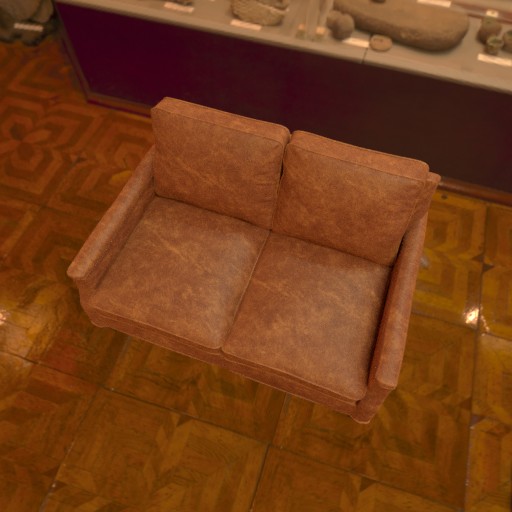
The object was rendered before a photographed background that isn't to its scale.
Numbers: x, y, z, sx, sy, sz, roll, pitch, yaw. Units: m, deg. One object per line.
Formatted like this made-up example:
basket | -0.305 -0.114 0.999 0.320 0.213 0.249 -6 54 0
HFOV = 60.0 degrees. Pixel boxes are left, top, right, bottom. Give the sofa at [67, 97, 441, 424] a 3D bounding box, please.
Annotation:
sofa | 0.000 0.000 2.298 1.597 1.003 1.084 17 61 10
